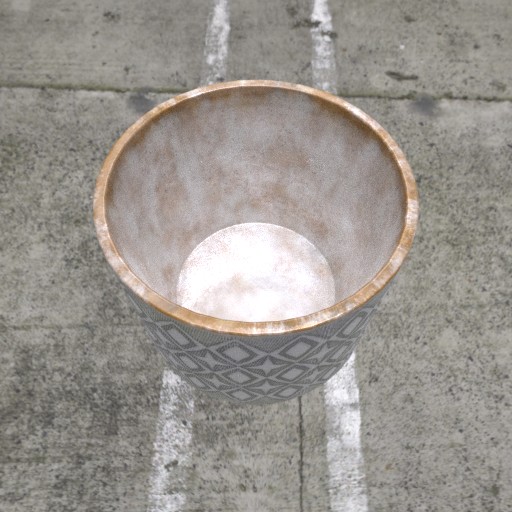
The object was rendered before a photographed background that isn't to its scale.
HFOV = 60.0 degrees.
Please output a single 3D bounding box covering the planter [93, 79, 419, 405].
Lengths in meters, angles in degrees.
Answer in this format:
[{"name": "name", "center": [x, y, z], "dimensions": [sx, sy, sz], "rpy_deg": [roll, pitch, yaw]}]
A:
[{"name": "planter", "center": [0.000, 0.000, 0.446], "dimensions": [0.255, 0.223, 0.255], "rpy_deg": [0, 59, 0]}]
